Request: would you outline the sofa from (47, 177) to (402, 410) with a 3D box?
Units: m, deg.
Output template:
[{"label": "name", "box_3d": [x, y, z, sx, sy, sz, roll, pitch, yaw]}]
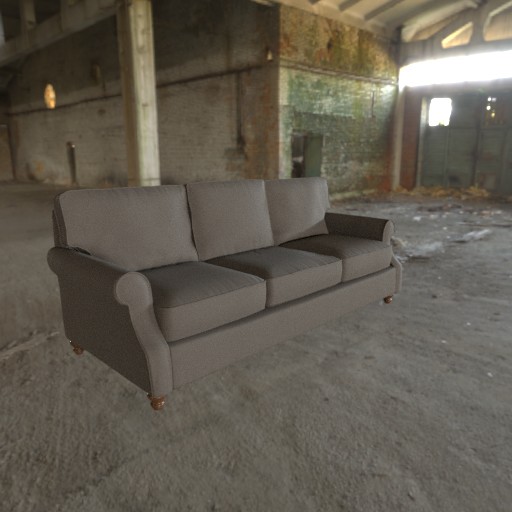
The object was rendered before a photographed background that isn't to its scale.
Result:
[{"label": "sofa", "box_3d": [0.000, 0.000, 2.858, 0.966, 0.948, 2.353, 12, 18, 43]}]
